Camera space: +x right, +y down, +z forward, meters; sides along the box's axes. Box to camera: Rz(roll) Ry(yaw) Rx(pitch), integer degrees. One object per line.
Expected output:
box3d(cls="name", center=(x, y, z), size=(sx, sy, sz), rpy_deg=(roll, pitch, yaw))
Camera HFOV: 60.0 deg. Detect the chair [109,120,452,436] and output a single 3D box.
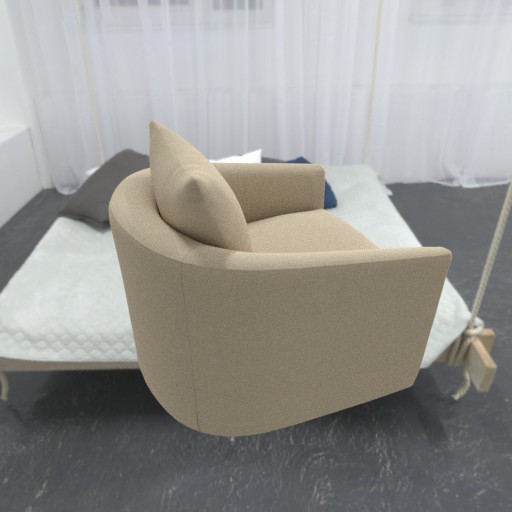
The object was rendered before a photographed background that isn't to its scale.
box3d(cls="chair", center=(0.000, 0.000, 1.535), size=(0.910, 0.848, 0.845), rpy_deg=(-11, 32, -18))
